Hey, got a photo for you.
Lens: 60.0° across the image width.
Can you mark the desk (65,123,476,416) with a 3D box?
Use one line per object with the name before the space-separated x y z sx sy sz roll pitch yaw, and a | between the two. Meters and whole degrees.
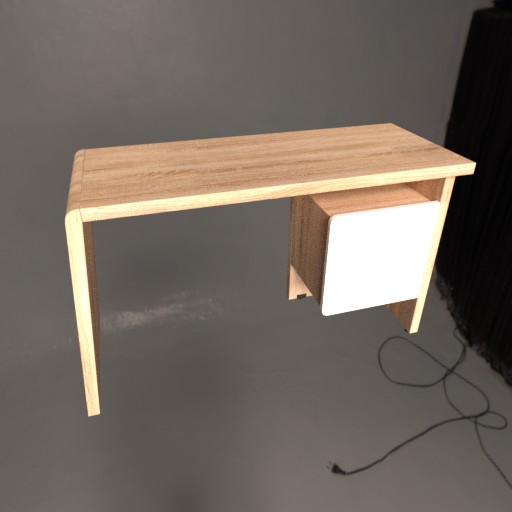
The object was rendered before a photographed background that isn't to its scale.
desk | 0.000 0.000 1.635 1.300 0.750 0.500 -9 32 -14
